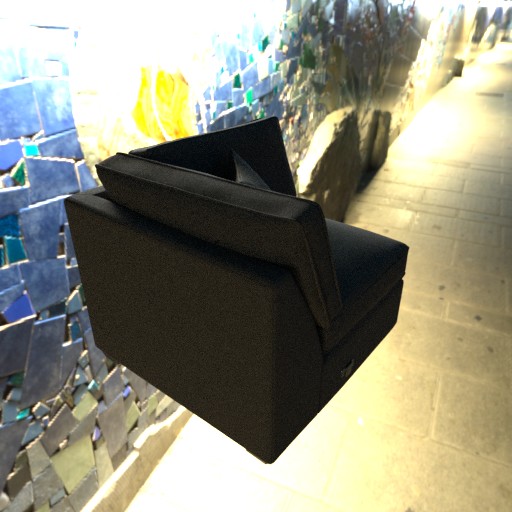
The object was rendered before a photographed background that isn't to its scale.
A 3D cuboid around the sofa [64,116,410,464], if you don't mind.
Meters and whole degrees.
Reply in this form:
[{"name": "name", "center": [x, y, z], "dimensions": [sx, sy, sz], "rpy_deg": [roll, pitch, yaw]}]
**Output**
[{"name": "sofa", "center": [0.000, 0.000, 2.012], "dimensions": [1.084, 1.002, 1.146], "rpy_deg": [21, 35, 33]}]
